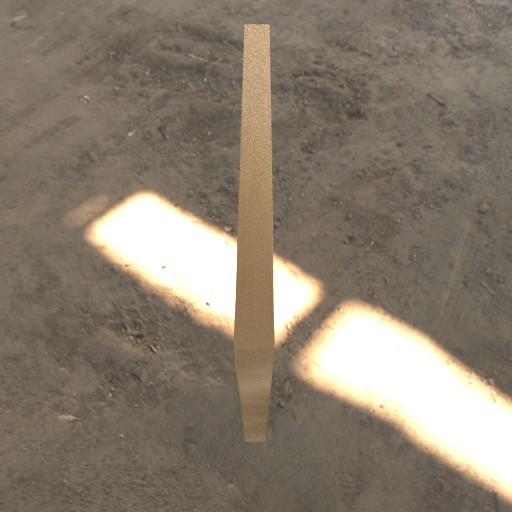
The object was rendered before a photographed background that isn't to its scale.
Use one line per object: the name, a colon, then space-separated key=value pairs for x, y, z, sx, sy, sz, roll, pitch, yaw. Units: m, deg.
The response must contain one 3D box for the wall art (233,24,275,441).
wall art: x=0.000 y=0.000 z=0.757 sx=0.038 sy=0.511 sz=0.513 roll=0 pitch=59 yaw=0
